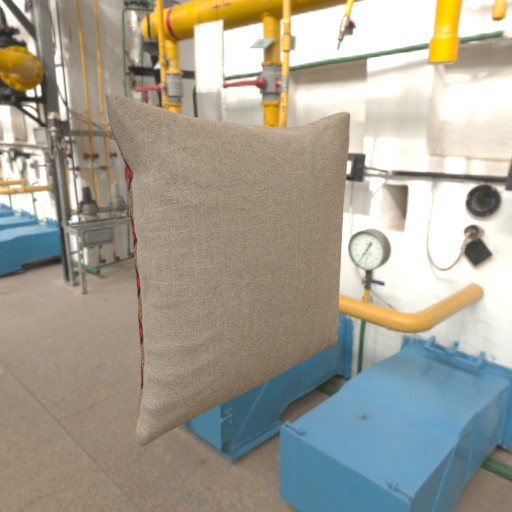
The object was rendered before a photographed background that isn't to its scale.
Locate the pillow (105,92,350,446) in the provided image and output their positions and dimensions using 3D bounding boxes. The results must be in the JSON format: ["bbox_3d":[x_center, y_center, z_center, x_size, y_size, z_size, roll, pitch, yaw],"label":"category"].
[{"bbox_3d":[0.000,0.000,0.781,0.513,0.511,0.158,-14,21,-43],"label":"pillow"}]
